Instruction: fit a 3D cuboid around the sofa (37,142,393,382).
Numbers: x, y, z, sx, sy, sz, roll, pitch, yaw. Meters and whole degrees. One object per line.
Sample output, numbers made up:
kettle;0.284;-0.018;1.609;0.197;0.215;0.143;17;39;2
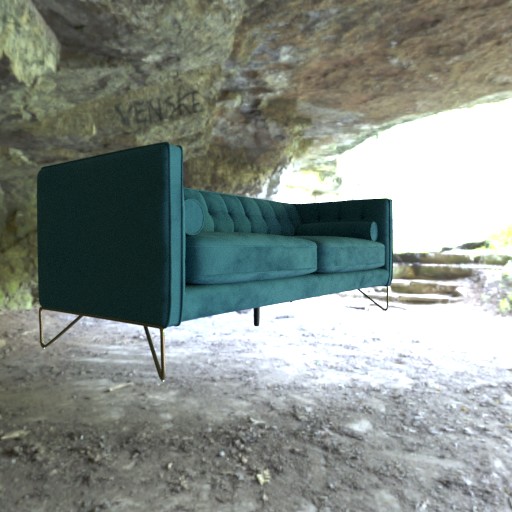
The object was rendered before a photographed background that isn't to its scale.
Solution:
sofa;0.000;0.000;2.493;0.867;0.789;2.087;1;1;37
